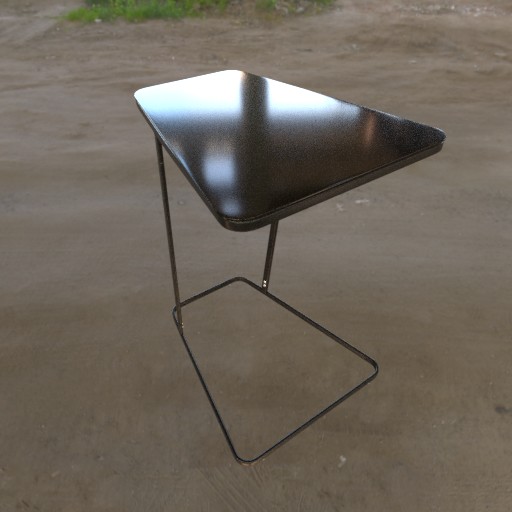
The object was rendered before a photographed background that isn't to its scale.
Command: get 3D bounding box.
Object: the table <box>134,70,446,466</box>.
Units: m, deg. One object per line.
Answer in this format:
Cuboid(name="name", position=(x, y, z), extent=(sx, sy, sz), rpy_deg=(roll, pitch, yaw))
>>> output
Cuboid(name="table", position=(0.000, 0.000, 0.966), extent=(0.427, 0.624, 0.500), rpy_deg=(-25, 45, -27))
